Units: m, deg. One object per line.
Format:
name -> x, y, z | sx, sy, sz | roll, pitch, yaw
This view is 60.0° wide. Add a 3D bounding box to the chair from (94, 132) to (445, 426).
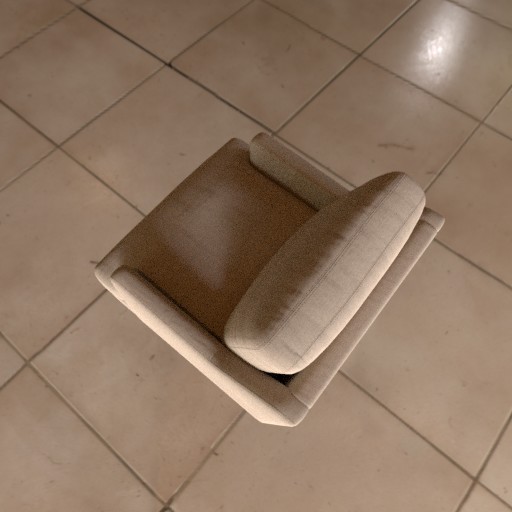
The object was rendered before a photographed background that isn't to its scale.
chair -> 0.000, 0.000, 1.746 | 1.001, 0.916, 0.912 | 36, 69, 16
